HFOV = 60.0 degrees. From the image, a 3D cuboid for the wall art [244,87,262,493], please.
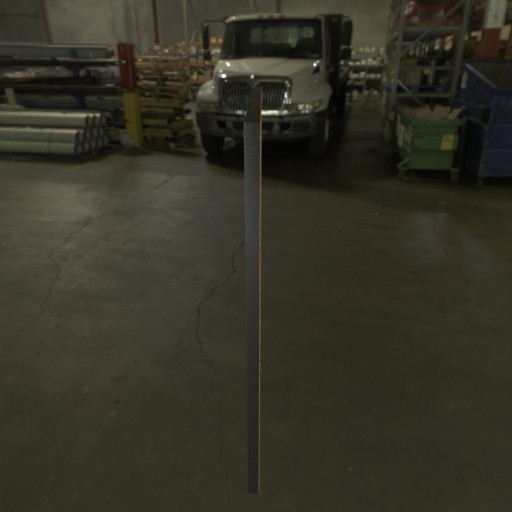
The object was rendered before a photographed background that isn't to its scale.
[{"bbox_3d":[0.000,0.000,0.660,0.014,0.445,0.446,0,24,1],"label":"wall art"}]
